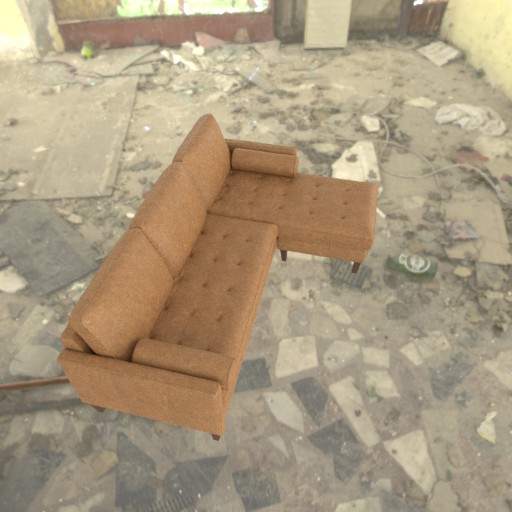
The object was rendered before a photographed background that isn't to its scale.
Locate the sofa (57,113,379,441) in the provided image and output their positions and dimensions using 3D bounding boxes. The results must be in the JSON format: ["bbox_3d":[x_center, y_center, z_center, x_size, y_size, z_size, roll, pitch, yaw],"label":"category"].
[{"bbox_3d":[0.000,0.000,2.899,1.506,0.876,2.178,10,47,9],"label":"sofa"}]
